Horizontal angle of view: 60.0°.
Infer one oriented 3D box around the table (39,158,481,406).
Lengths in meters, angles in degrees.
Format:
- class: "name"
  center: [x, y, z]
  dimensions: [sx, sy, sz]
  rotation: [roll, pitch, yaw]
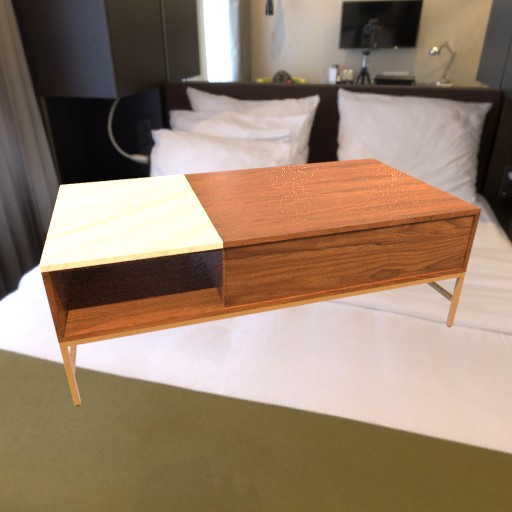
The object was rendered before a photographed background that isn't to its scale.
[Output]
- class: "table"
  center: [0.000, 0.000, 1.943]
  dimensions: [1.553, 0.551, 0.789]
  rotation: [-8, 28, -15]
